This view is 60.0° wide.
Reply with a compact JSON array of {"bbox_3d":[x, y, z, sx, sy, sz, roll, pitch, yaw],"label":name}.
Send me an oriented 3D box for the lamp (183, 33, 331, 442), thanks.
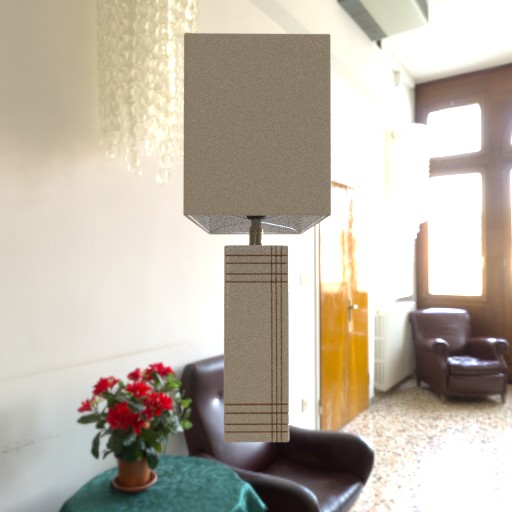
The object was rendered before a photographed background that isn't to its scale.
[{"bbox_3d":[0.000,0.000,0.706,0.182,0.543,0.334,0,-1,-1],"label":"lamp"}]
